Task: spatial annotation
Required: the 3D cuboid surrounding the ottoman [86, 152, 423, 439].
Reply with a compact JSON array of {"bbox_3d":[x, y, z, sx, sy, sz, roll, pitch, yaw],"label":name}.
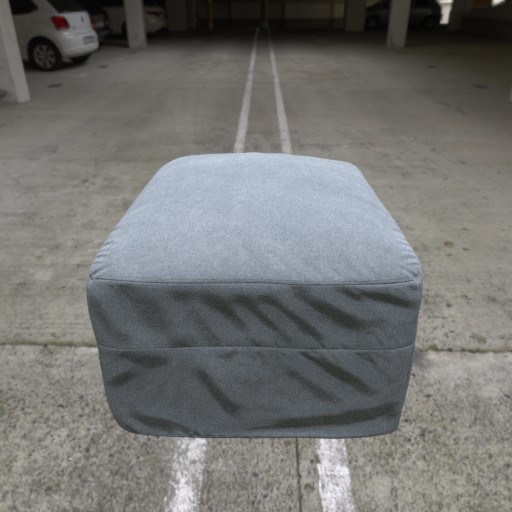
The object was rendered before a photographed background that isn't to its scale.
[{"bbox_3d":[0.000,0.000,1.237,0.683,0.481,0.837,0,27,0],"label":"ottoman"}]
